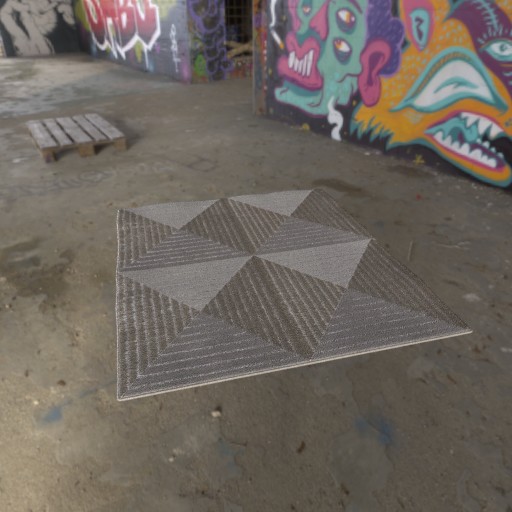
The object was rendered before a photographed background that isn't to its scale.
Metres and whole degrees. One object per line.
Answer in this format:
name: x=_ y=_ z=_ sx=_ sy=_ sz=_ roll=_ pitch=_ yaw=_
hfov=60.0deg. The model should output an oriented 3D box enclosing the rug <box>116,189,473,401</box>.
rug: x=0.000 y=0.000 z=0.905 sx=0.551 sy=0.008 sz=0.642 roll=-8 pitch=31 yaw=-13
